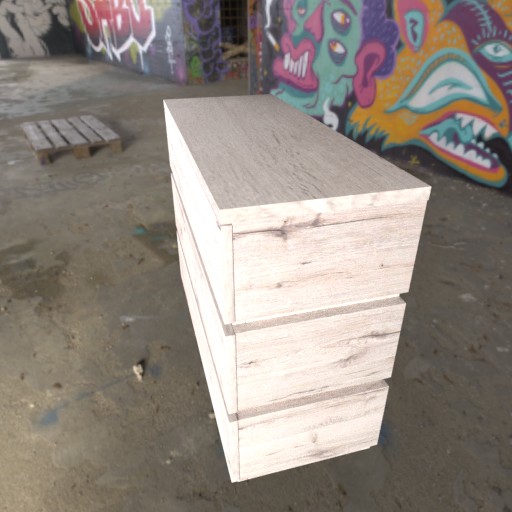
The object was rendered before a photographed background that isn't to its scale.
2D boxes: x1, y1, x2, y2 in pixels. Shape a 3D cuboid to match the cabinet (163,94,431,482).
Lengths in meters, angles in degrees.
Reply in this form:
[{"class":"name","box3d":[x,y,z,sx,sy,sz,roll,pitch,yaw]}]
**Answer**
[{"class":"cabinet","box3d":[0.000,0.000,1.451,0.420,0.820,1.040,-8,31,-13]}]
